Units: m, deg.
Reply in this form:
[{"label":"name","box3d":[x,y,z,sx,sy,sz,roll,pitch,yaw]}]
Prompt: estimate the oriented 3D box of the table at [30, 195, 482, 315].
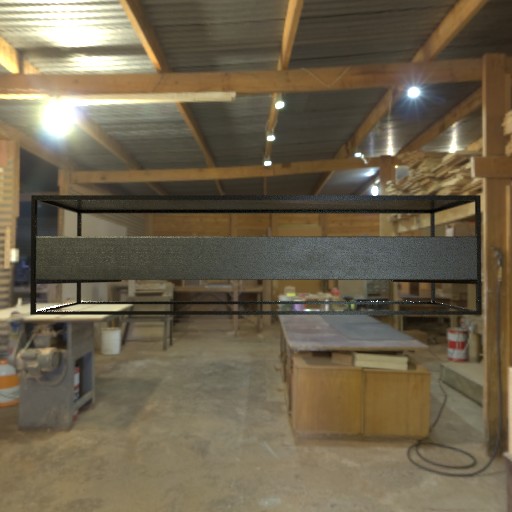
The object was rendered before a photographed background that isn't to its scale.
[{"label":"table","box3d":[0.000,0.000,1.662,1.486,0.395,0.399,0,-1,0]}]
